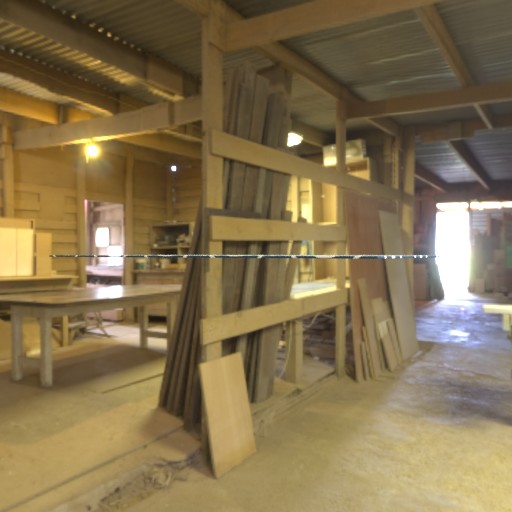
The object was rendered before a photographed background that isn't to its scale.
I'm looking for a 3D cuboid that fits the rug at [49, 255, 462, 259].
[{"bbox_3d":[0.000,0.000,2.807,2.134,0.010,1.524,0,0,35],"label":"rug"}]
